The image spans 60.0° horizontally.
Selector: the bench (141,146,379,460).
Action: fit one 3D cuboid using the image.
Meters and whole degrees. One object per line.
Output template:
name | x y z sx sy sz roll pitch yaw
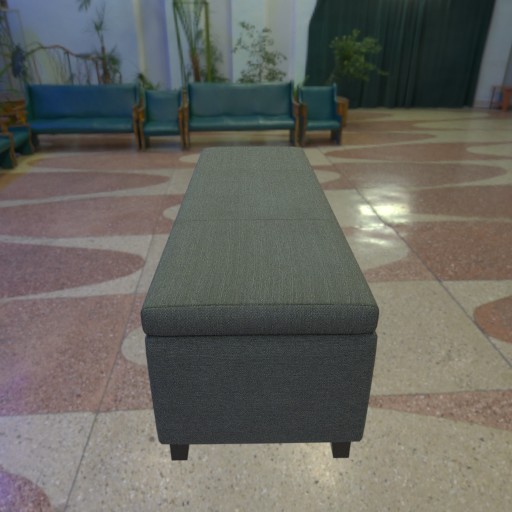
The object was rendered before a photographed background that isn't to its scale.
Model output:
bench | 0.000 0.000 1.441 0.446 0.438 1.269 0 27 -1
